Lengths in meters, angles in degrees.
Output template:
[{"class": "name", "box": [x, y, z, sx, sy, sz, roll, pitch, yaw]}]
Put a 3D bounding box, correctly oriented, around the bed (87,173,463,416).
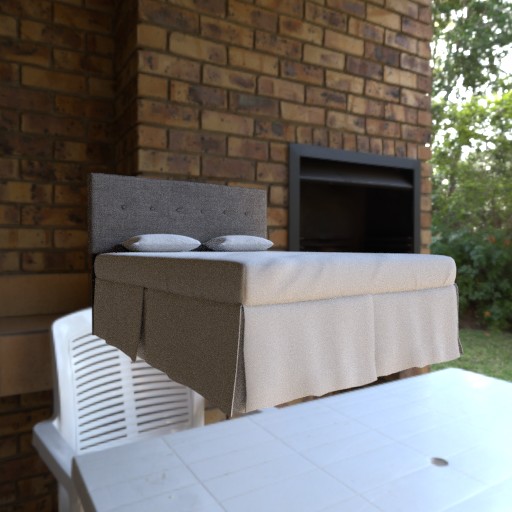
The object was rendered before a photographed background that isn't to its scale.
[{"class": "bed", "box": [0.000, 0.000, 2.877, 1.621, 1.168, 1.958, -1, 2, -36]}]
